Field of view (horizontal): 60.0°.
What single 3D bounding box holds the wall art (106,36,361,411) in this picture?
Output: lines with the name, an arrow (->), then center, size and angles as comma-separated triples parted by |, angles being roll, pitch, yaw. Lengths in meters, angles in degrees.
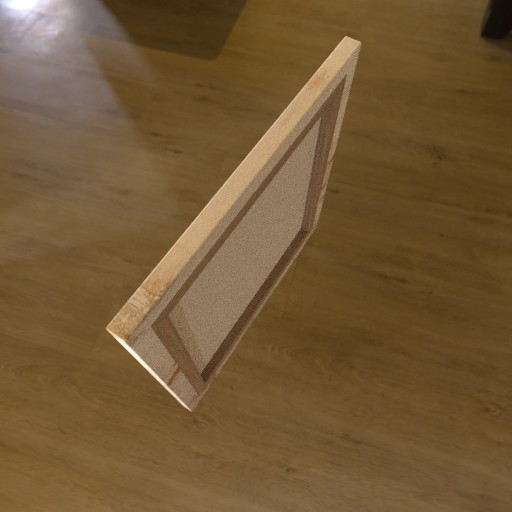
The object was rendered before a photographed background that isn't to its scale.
wall art -> 0.000, 0.000, 1.118 | 0.038, 0.755, 0.753 | 30, 67, 14
